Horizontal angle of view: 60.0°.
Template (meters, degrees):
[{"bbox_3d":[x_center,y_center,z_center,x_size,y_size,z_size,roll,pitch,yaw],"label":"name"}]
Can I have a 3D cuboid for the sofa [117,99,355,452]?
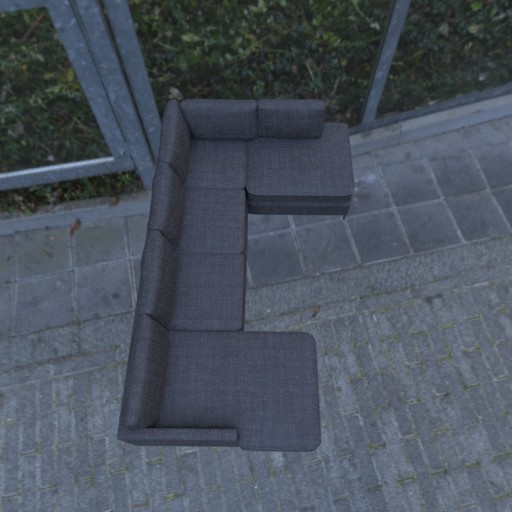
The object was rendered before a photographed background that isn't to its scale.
[{"bbox_3d":[0.000,0.000,4.278,2.048,0.999,3.423,1,62,0],"label":"sofa"}]
